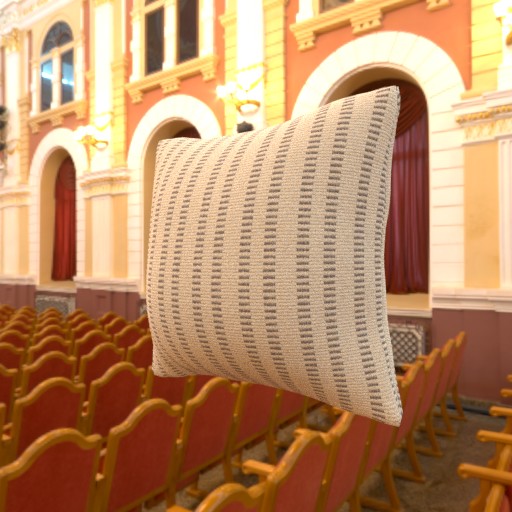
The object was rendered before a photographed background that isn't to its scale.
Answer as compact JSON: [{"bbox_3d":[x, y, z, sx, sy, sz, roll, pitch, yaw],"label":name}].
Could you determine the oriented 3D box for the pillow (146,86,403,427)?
[{"bbox_3d":[0.000,0.000,0.667,0.438,0.419,0.247,-1,-1,36],"label":"pillow"}]
